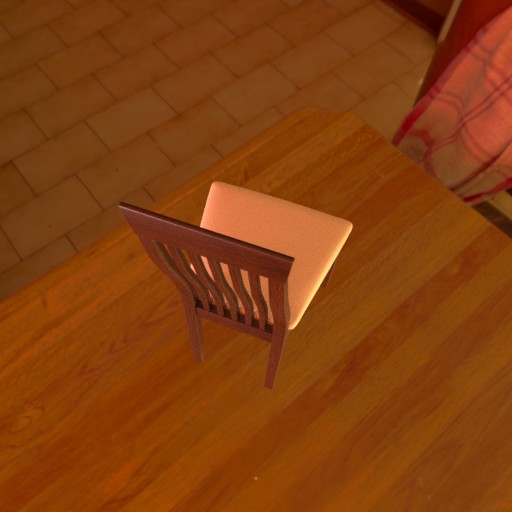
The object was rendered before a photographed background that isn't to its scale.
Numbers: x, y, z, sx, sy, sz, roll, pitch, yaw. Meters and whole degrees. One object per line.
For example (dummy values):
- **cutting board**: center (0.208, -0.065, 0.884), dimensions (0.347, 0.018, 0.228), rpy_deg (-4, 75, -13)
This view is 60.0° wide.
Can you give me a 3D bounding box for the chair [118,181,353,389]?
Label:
- **chair**: center (0.000, 0.000, 1.231), dimensions (0.460, 1.027, 0.474), rpy_deg (18, 65, 9)
